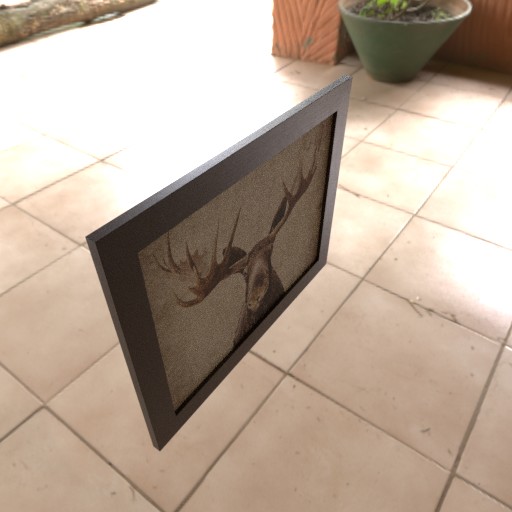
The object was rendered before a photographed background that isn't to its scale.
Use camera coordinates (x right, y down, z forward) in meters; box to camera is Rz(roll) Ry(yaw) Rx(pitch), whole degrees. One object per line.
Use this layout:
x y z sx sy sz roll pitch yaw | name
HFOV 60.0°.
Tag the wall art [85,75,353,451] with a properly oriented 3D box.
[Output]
0.000 0.000 1.621 0.034 0.952 1.207 25 47 26 | wall art
